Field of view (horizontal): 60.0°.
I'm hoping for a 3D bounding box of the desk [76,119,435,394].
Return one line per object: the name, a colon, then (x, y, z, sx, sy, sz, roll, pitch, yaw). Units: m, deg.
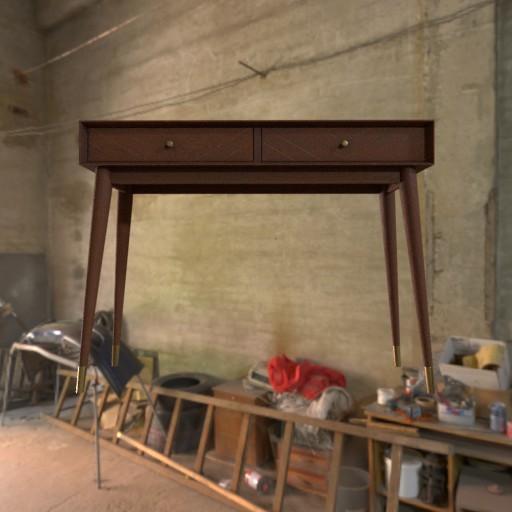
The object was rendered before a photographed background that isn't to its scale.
desk: (0.000, 0.000, 1.666, 1.204, 0.917, 0.384, 0, 0, 0)
